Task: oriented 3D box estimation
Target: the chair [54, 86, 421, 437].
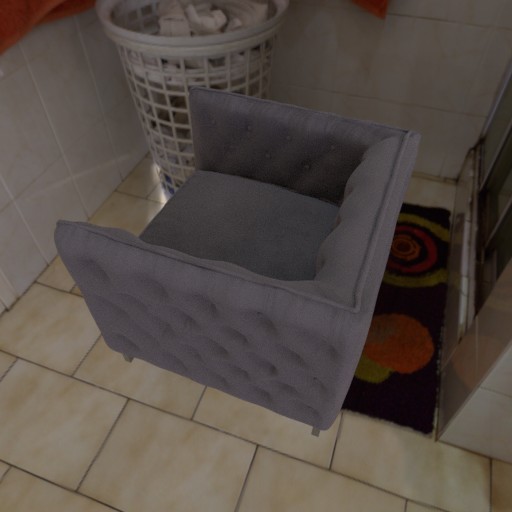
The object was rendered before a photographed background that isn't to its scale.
[{"bbox_3d":[0.000,0.000,1.661,0.913,0.807,0.946,17,50,14],"label":"chair"}]
